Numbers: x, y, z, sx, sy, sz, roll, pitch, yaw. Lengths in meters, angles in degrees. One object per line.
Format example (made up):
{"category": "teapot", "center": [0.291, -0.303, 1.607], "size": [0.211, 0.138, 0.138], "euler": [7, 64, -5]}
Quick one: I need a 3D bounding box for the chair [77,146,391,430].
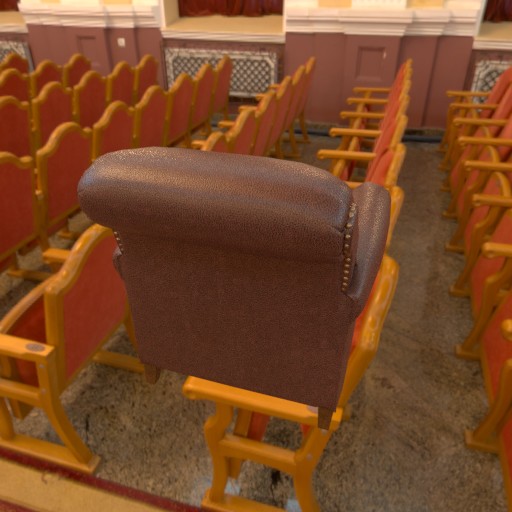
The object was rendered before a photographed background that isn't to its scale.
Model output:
{"category": "chair", "center": [0.000, 0.000, 1.551], "size": [0.854, 0.927, 0.890], "euler": [10, 33, 15]}
